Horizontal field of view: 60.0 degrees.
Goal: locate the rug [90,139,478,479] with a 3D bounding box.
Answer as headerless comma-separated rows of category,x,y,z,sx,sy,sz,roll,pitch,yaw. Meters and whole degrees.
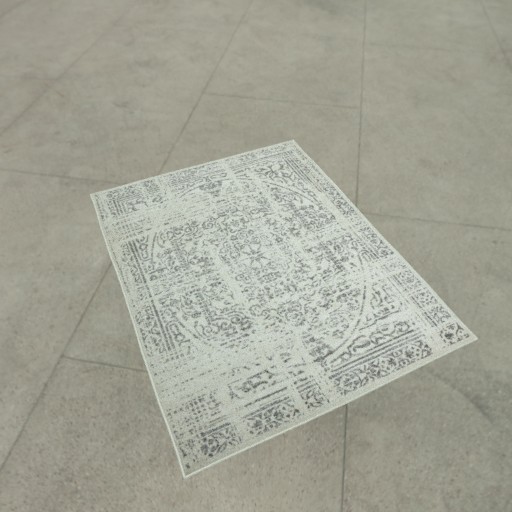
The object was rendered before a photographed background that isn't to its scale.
rug,0.000,0.000,3.854,2.311,0.032,2.921,-19,50,-17
